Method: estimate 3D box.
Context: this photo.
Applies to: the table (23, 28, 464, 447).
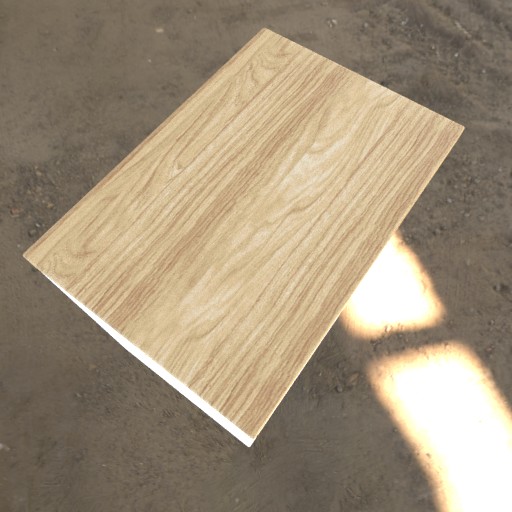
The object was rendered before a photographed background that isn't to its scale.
[{"bbox_3d":[0.000,0.000,0.776,0.360,0.440,0.500,33,69,15],"label":"table"}]
